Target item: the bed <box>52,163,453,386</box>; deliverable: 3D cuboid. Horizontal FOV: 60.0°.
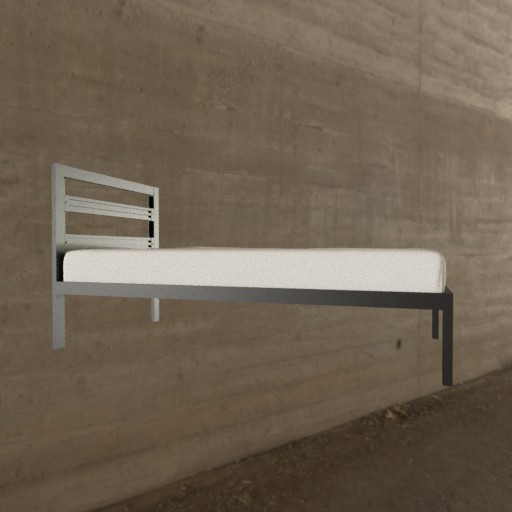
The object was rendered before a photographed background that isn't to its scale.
[{"bbox_3d":[0.000,0.000,2.463,1.930,0.967,0.991,0,1,19],"label":"bed"}]
